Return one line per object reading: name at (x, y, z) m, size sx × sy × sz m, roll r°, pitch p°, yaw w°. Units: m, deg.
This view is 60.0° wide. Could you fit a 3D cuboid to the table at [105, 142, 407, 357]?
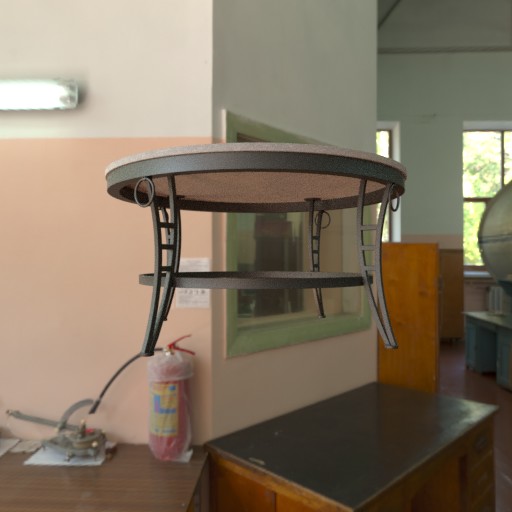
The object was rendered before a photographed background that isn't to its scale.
table at (0.000, 0.000, 1.377) m, size 0.889 × 0.470 × 0.889 m, roll 0°, pitch -1°, yaw 0°
